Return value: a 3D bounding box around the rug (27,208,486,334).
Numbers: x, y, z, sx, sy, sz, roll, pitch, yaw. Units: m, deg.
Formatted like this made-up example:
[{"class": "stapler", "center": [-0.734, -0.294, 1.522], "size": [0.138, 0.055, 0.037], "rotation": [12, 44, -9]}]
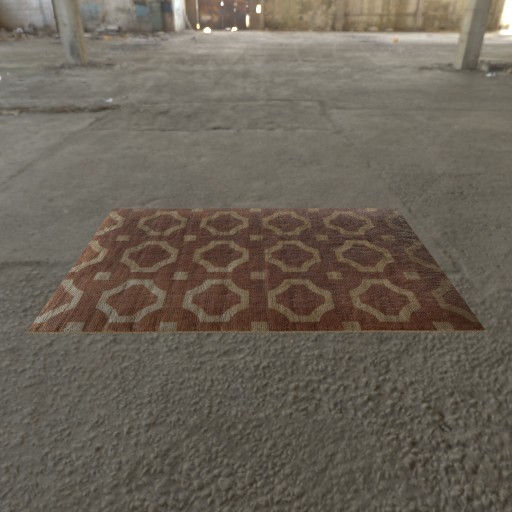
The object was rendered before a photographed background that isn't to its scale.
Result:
[{"class": "rug", "center": [0.000, 0.000, 2.879], "size": [2.286, 0.016, 1.555], "rotation": [0, 29, 0]}]
